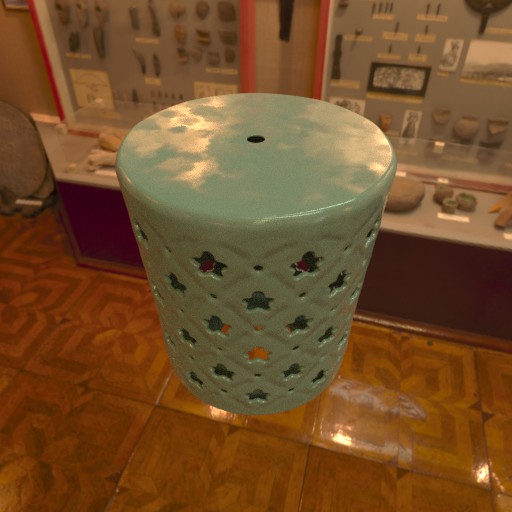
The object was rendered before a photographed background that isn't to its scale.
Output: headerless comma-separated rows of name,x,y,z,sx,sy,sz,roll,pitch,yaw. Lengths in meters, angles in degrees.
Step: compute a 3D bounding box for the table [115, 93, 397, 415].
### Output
table,0.000,0.000,0.683,0.352,0.387,0.352,0,40,0
